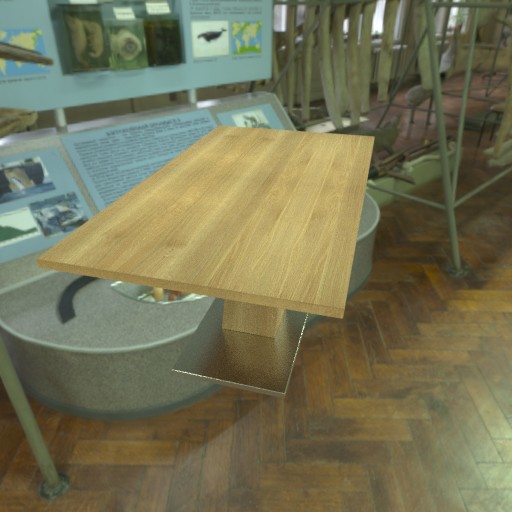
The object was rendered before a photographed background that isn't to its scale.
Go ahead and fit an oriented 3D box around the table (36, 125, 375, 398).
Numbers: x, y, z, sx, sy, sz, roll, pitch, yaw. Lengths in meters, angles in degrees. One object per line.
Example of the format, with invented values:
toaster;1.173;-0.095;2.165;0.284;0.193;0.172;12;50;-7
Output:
table;0.000;0.000;2.056;0.900;0.750;1.600;8;32;13
